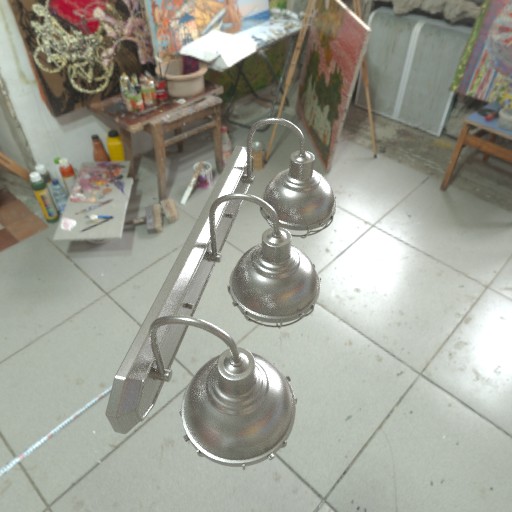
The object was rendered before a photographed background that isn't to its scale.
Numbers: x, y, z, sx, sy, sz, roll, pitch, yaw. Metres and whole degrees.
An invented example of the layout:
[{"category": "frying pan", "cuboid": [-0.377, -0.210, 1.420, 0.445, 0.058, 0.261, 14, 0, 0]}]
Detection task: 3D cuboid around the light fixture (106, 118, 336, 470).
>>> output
[{"category": "light fixture", "cuboid": [0.000, 0.000, 0.748, 0.229, 0.254, 0.634, 10, 46, 10]}]
